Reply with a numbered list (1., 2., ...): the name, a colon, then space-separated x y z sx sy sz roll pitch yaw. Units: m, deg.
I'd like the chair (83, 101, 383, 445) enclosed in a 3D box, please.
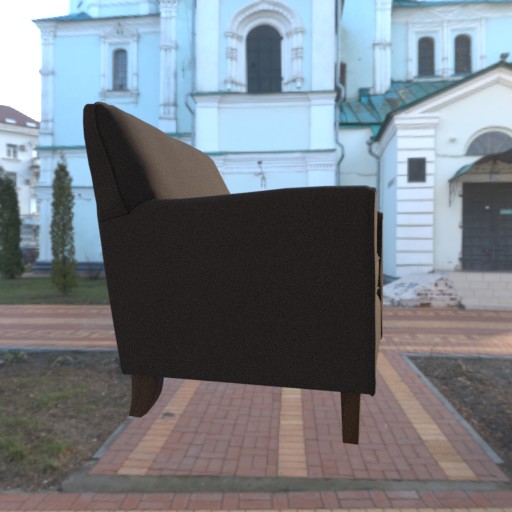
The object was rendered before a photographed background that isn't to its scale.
1. chair: 0.000 0.000 1.534 0.831 0.911 0.836 0 1 17
